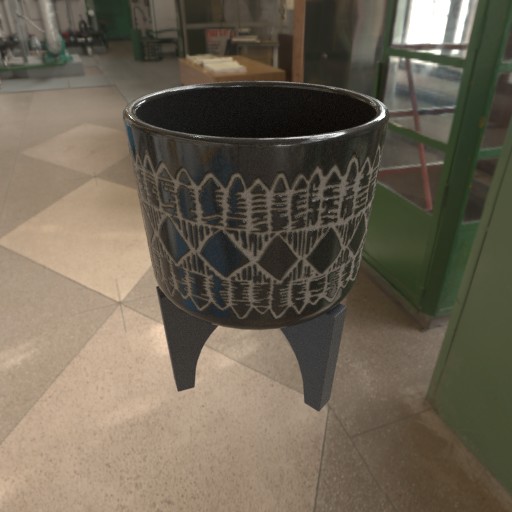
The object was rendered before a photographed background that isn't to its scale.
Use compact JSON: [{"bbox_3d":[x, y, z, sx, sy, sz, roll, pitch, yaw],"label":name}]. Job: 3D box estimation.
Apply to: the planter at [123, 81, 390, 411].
[{"bbox_3d":[0.000,0.000,0.266,0.129,0.177,0.129,0,31,0],"label":"planter"}]
